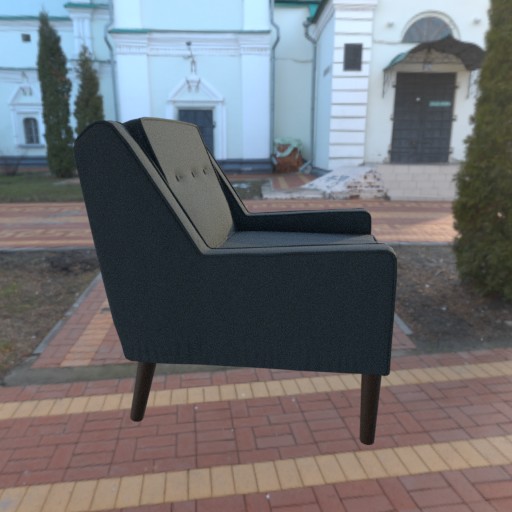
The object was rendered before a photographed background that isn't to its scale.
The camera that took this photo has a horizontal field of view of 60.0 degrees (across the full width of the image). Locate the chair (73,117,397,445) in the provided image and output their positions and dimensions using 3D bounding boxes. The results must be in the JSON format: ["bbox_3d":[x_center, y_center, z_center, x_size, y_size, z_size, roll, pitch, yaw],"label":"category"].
[{"bbox_3d":[0.000,0.000,1.315,0.733,0.780,0.663,2,14,8],"label":"chair"}]
